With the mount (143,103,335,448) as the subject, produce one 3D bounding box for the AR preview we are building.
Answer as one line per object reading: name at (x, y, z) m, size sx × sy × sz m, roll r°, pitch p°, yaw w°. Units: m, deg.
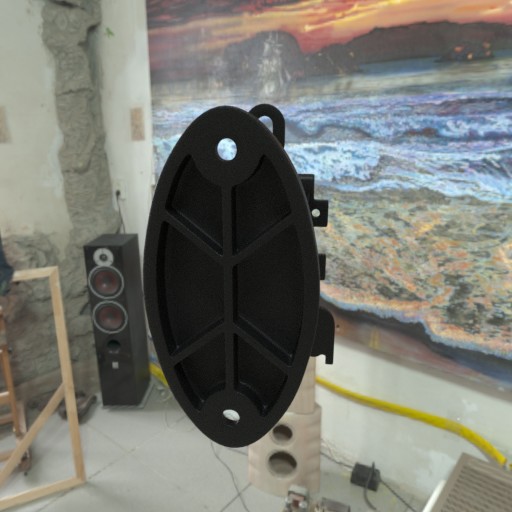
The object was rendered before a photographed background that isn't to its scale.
mount at (0.000, 0.000, 0.177) m, size 0.066 × 0.118 × 0.100 m, roll 2°, pitch 15°, yaw 9°
